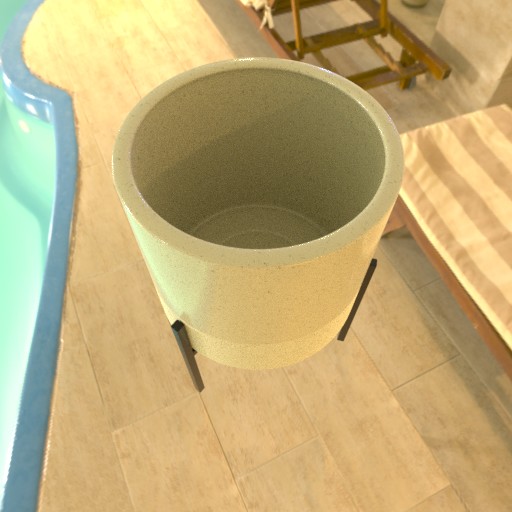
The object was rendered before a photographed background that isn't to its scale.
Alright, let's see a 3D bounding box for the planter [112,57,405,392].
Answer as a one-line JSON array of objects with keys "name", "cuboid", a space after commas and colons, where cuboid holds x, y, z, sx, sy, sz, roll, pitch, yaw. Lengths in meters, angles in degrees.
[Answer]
[{"name": "planter", "cuboid": [0.000, 0.000, 0.330, 0.152, 0.230, 0.159, -17, 59, -11]}]
